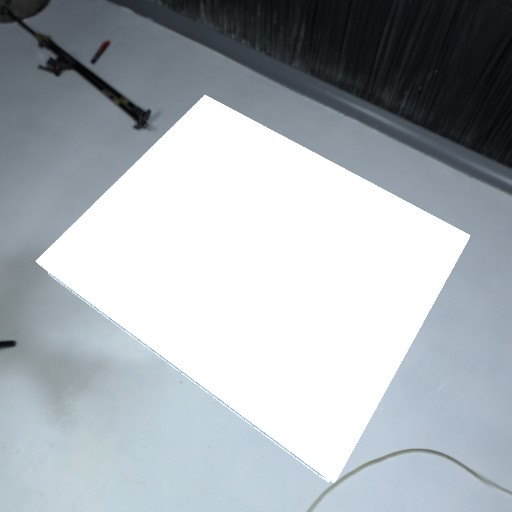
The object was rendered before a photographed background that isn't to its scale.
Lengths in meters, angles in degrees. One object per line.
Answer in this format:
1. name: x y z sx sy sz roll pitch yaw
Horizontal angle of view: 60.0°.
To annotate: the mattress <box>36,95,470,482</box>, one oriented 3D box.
1. mattress: 0.000 0.000 2.693 2.000 0.230 1.600 32 68 15
